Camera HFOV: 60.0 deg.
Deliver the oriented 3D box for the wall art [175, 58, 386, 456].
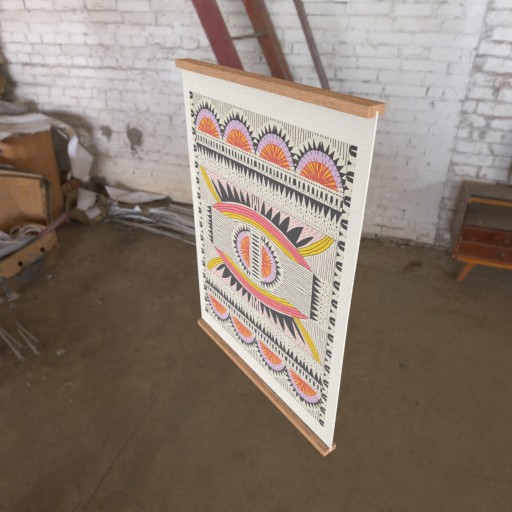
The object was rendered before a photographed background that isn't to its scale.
[{"bbox_3d":[0.000,0.000,0.800,0.028,0.609,0.456,-21,37,-30],"label":"wall art"}]
